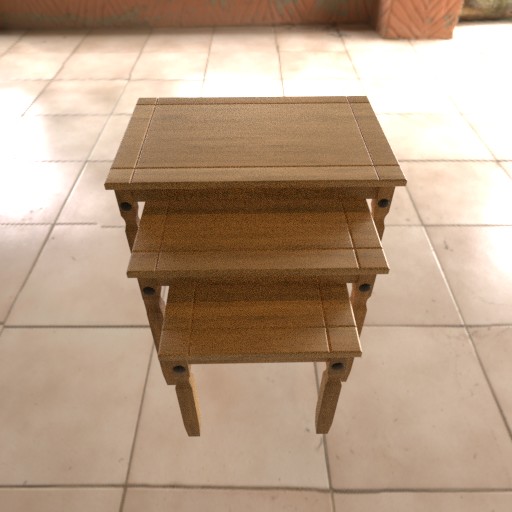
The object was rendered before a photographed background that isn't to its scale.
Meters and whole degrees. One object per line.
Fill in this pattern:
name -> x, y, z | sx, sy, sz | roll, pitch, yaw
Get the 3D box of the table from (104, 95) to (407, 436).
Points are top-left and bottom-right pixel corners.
table -> 0.000, 0.000, 1.180 | 0.660, 0.535, 0.773 | -1, 44, -1
